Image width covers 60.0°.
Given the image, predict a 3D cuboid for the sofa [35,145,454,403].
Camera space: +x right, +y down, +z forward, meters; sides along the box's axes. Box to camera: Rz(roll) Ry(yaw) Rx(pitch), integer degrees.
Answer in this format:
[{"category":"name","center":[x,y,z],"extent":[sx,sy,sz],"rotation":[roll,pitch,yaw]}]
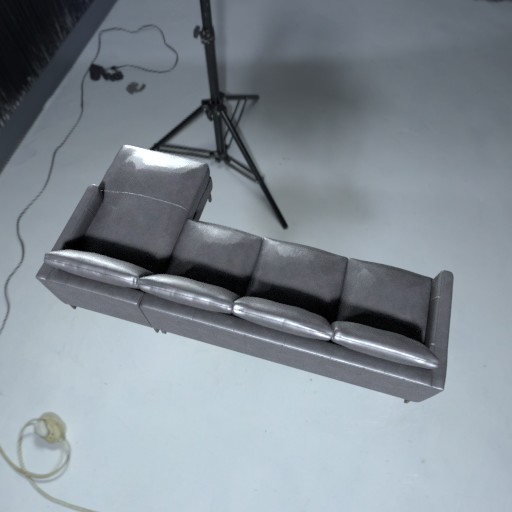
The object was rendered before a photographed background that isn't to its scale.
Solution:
[{"category":"sofa","center":[0.000,0.000,3.589],"extent":[2.993,0.859,1.471],"rotation":[14,63,7]}]
